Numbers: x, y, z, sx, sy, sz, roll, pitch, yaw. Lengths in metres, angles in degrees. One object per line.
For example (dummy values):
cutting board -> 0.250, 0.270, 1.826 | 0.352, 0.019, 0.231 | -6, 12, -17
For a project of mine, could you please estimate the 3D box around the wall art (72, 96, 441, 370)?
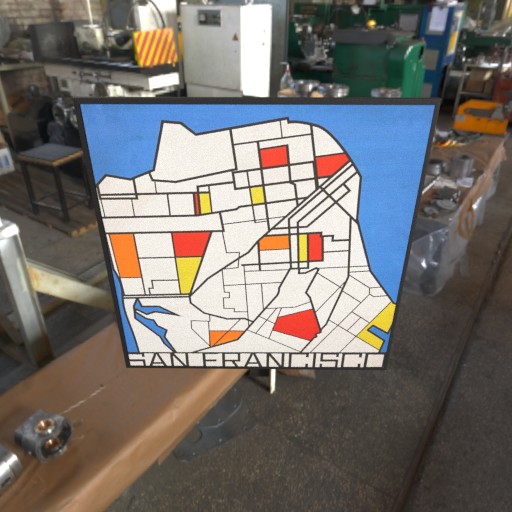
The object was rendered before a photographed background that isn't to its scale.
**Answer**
wall art -> 0.000, 0.000, 0.969 | 0.664, 0.663, 0.015 | 0, 30, 1
